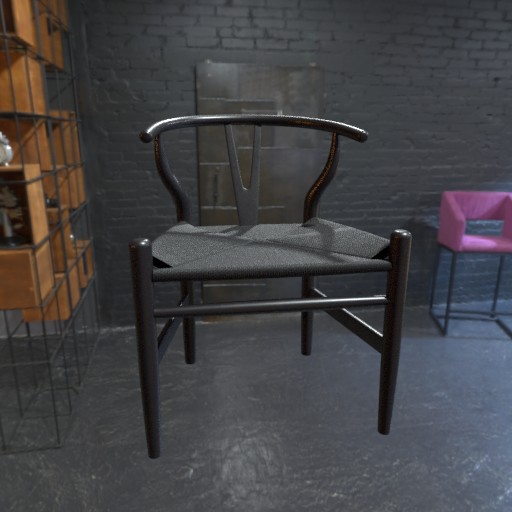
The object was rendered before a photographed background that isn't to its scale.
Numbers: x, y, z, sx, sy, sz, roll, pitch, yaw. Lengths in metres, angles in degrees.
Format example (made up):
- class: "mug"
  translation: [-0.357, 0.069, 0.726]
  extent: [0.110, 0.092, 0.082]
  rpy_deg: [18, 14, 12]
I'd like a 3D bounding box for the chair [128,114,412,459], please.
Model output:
- class: "chair"
  translation: [0.000, 0.000, 1.163]
  extent: [0.569, 0.730, 0.579]
  rpy_deg: [-2, 15, -8]
